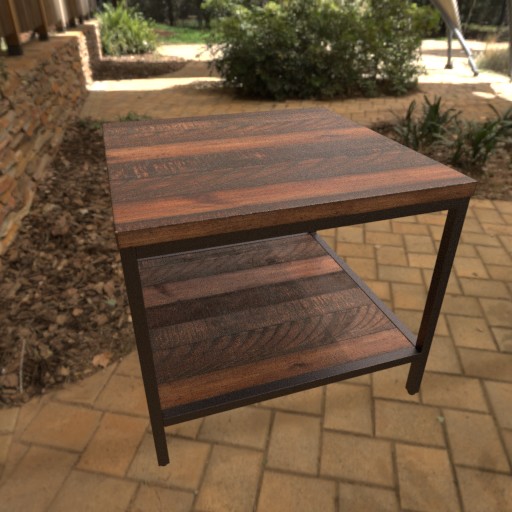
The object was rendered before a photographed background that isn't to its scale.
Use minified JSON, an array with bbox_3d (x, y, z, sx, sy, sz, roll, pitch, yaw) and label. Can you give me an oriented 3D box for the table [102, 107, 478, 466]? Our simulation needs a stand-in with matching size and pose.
[{"bbox_3d":[0.000,0.000,0.966,0.548,0.482,0.553,-10,32,-16],"label":"table"}]
